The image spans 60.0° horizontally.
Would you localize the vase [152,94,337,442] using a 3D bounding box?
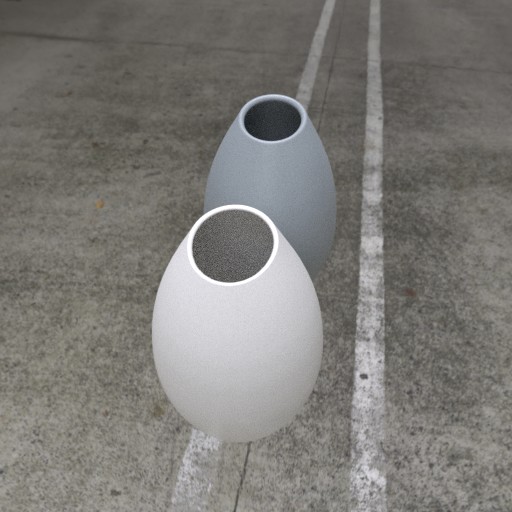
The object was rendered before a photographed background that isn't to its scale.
[{"bbox_3d":[0.000,0.000,0.258,0.089,0.131,0.187,8,48,7],"label":"vase"}]
